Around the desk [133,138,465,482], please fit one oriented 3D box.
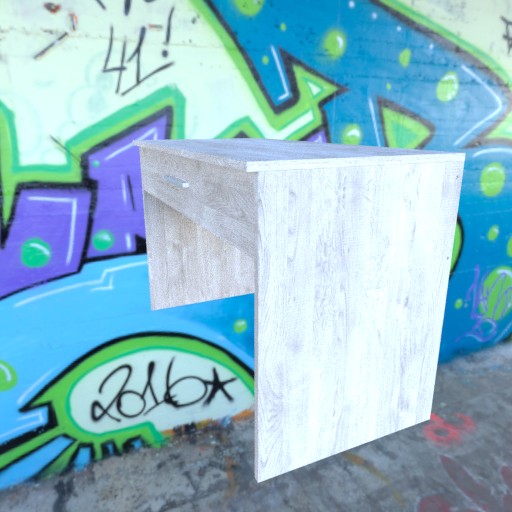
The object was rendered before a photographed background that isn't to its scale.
[{"bbox_3d":[0.000,0.000,1.500,0.560,0.730,1.100,-8,19,-24],"label":"desk"}]
